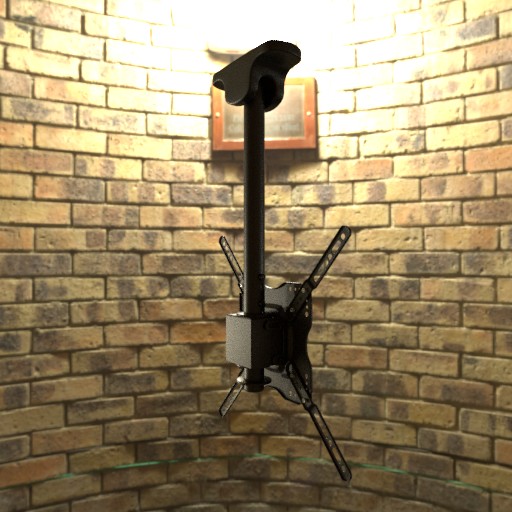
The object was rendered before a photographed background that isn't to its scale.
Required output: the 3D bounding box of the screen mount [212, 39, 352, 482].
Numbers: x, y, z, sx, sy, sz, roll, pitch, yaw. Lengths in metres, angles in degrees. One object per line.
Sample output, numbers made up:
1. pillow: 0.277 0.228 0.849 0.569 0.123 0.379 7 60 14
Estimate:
1. screen mount: 0.000 0.000 0.840 0.090 0.729 0.393 0 -1 -37
